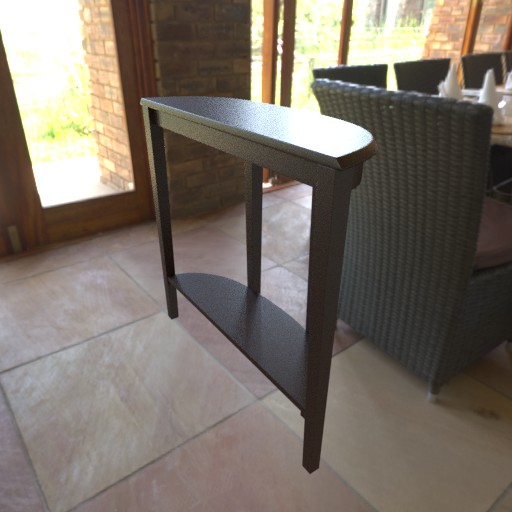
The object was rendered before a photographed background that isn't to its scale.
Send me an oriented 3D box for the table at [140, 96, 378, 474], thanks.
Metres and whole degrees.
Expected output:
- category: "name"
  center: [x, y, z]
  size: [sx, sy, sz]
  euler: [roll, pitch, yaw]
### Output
- category: "table"
  center: [0.000, 0.000, 1.339]
  size: [0.274, 0.831, 0.909]
  euler: [-18, 32, -30]
